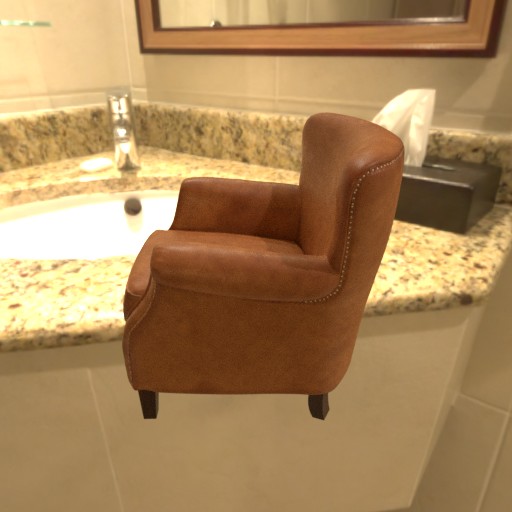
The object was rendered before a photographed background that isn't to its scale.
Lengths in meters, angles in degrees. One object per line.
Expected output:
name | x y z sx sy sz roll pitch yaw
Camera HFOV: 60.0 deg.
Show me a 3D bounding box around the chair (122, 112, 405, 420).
chair | 0.000 0.000 1.646 0.921 0.936 0.861 -1 26 -1
